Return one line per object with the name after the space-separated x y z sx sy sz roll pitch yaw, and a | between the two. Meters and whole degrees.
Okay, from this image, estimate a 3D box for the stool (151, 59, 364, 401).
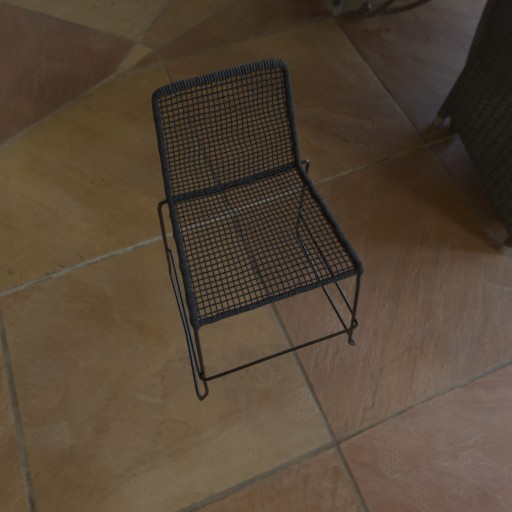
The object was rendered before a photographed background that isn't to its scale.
0.000 0.000 1.256 0.590 0.905 0.509 -17 65 -8 | stool
